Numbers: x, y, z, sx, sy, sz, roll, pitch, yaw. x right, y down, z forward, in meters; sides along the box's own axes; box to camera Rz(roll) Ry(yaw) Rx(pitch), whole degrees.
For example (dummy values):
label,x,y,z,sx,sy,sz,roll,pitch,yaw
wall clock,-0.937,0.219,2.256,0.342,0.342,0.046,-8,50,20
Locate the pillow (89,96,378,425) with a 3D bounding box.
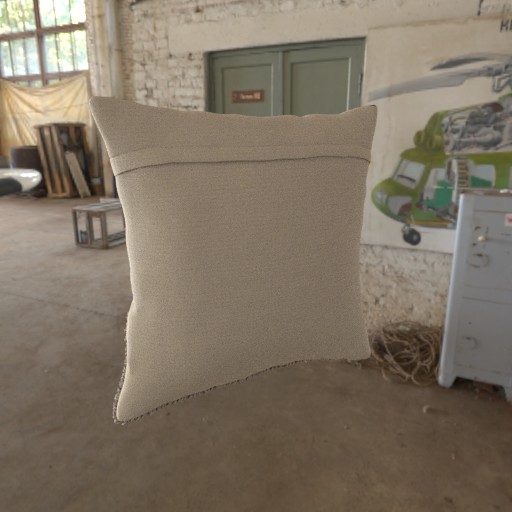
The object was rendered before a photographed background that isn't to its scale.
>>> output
label,x,y,z,sx,sy,sz,roll,pitch,yaw
pillow,0.000,0.000,0.707,0.475,0.473,0.178,-7,16,-26
